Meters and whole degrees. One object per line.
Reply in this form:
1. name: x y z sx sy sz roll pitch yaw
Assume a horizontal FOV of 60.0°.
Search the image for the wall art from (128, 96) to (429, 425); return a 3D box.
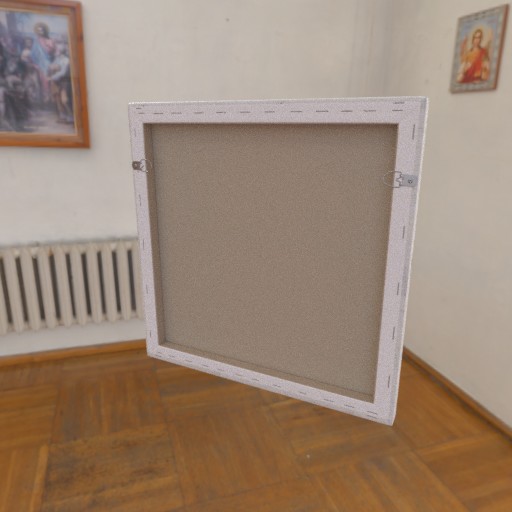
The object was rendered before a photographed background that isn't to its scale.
1. wall art: 0.000 0.000 1.148 0.762 0.762 0.038 8 19 26
